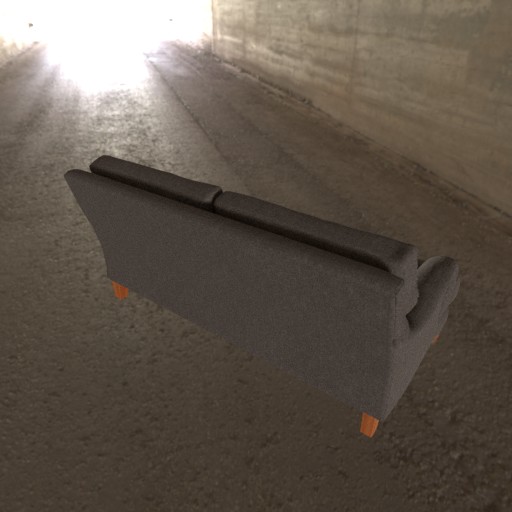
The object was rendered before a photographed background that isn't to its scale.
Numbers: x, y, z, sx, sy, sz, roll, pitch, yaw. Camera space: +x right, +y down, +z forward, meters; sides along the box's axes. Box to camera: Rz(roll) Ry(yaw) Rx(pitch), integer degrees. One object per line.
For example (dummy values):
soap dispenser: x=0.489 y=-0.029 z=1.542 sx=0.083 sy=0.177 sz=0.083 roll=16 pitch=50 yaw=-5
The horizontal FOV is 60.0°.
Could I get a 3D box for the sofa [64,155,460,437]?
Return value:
sofa: x=0.000 y=0.000 z=2.699 sx=2.160 sy=1.054 sz=1.087 roll=21 pitch=36 yaw=32
